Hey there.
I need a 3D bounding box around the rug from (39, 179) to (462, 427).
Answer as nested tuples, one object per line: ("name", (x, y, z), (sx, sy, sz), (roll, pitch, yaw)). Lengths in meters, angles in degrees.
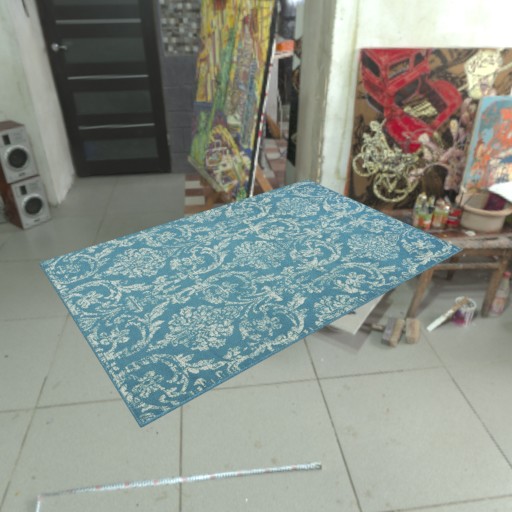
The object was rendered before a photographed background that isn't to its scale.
("rug", (0.000, 0.000, 3.436), (2.746, 0.018, 1.816), (-22, 38, -31))
